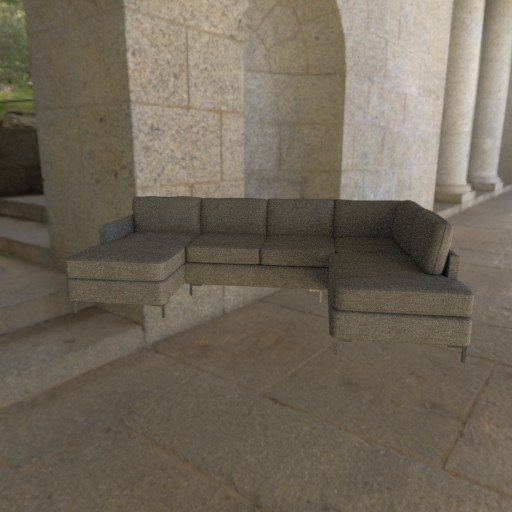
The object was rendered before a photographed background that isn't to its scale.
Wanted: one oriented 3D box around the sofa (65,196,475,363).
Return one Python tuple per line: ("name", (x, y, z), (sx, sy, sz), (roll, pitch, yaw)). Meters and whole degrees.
("sofa", (0.000, 0.000, 4.315), (3.423, 0.999, 2.048), (2, 14, 8))
